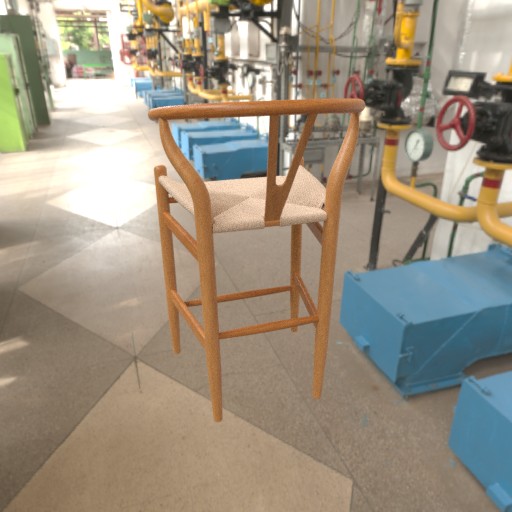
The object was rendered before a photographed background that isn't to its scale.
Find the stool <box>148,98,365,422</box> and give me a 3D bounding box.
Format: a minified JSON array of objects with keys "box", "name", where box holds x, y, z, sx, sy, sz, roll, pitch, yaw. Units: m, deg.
[{"box":[0.000,0.000,1.382,0.569,0.970,0.579,-7,26,-16],"name":"stool"}]
